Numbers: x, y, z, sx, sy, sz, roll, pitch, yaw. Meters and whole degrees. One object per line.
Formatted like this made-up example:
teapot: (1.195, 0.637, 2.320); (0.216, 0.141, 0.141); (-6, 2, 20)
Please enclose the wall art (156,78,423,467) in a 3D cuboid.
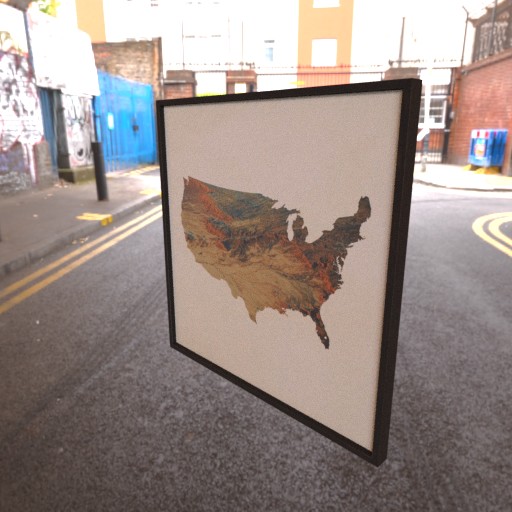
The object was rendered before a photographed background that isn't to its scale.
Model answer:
wall art: (0.000, 0.000, 1.098); (0.038, 0.762, 0.762); (-15, 22, -43)
